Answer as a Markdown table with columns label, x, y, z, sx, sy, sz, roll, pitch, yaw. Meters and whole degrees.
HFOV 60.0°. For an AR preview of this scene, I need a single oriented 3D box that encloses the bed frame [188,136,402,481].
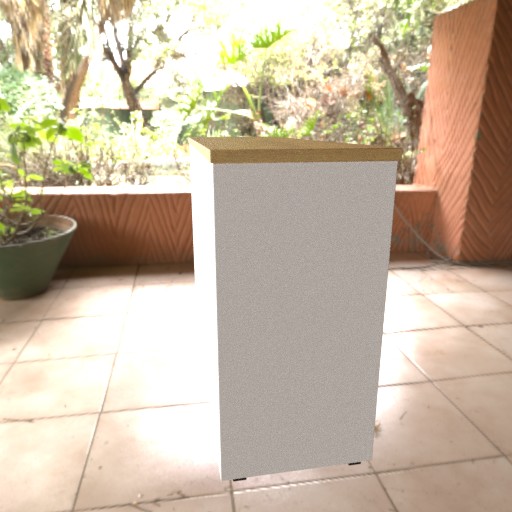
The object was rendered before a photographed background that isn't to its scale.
| label | x | y | z | sx | sy | sz | roll | pitch | yaw |
| --- | --- | --- | --- | --- | --- | --- | --- | --- | --- |
| bed frame | 0.000 | 0.000 | 1.684 | 0.430 | 0.850 | 1.300 | -3 | 16 | -10 |
